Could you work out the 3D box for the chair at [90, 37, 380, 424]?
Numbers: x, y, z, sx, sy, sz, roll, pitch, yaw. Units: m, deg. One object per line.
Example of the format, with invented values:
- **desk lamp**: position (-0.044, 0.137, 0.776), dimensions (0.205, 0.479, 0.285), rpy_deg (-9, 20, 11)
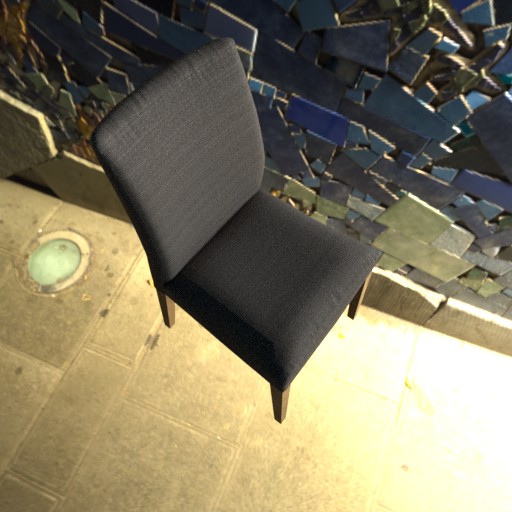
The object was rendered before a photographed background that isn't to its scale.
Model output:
- **chair**: position (0.000, 0.000, 1.265), dimensions (0.585, 0.940, 0.496), rpy_deg (33, 65, 18)
